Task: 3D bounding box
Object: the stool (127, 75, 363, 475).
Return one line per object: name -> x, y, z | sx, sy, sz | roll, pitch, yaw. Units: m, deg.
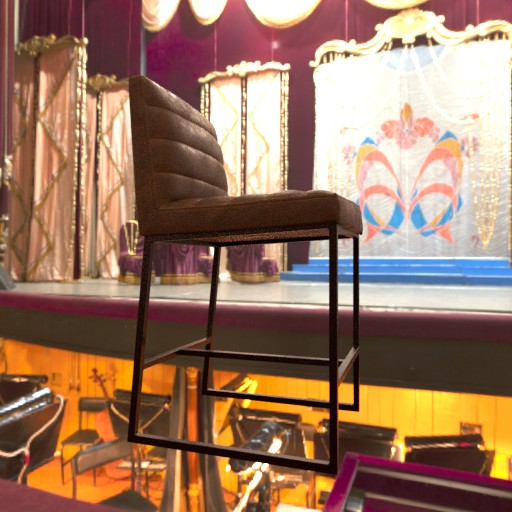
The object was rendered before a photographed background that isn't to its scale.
stool -> 0.000, 0.000, 1.243 | 0.562, 0.942, 0.463 | 0, -1, 19
